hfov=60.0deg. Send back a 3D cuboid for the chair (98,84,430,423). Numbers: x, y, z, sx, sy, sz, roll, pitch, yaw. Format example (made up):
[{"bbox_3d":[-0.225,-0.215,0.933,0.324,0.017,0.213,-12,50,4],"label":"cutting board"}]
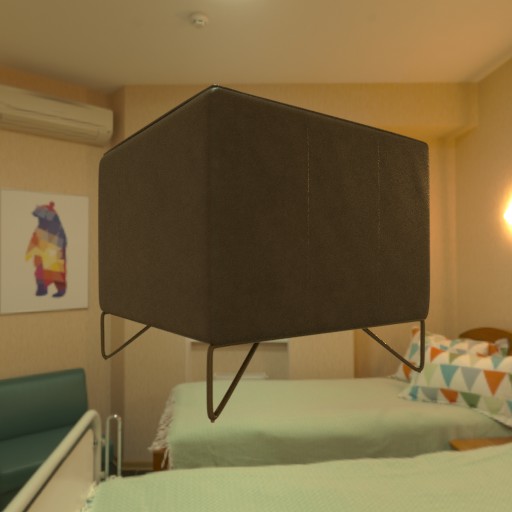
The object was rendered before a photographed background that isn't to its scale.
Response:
[{"bbox_3d":[0.000,0.000,1.607,0.894,0.790,0.880,0,-1,-36],"label":"chair"}]
